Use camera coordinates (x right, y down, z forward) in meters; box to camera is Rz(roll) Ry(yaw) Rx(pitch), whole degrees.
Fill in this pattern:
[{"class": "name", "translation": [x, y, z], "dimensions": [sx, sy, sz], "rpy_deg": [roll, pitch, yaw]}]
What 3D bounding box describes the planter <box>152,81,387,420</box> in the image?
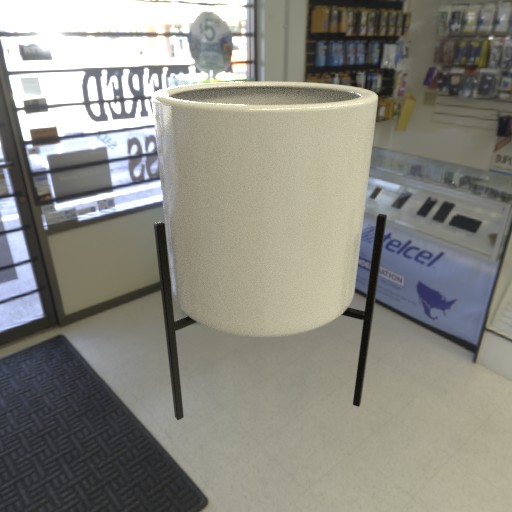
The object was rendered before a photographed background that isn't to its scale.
[{"class": "planter", "translation": [0.000, 0.000, 0.509], "dimensions": [0.239, 0.356, 0.239], "rpy_deg": [-19, 32, -33]}]
